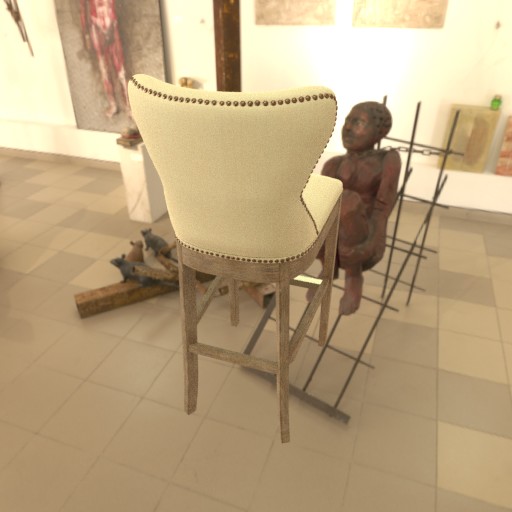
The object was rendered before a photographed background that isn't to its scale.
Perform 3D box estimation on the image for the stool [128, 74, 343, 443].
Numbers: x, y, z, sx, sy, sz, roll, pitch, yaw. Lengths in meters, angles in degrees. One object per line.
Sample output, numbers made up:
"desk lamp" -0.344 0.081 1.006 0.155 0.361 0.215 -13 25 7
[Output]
"stool" 0.000 0.000 1.409 0.494 1.123 0.606 10 33 16
